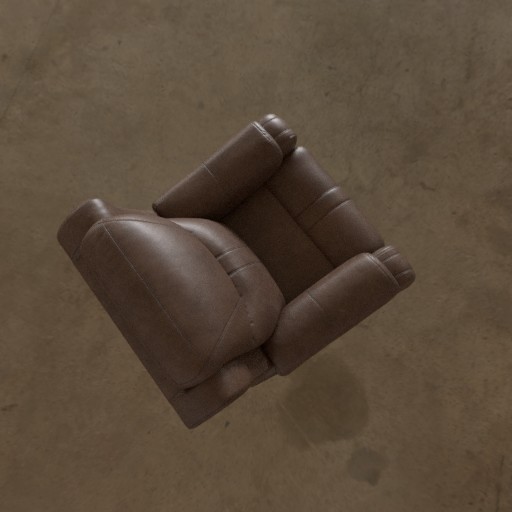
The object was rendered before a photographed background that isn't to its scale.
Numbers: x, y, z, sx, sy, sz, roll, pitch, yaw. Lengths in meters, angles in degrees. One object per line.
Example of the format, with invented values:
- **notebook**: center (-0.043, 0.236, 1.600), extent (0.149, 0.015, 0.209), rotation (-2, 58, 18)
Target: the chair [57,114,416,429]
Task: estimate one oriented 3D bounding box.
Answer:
- **chair**: center (0.000, 0.000, 1.782), extent (1.067, 0.990, 0.940), rotation (-37, 78, -9)
